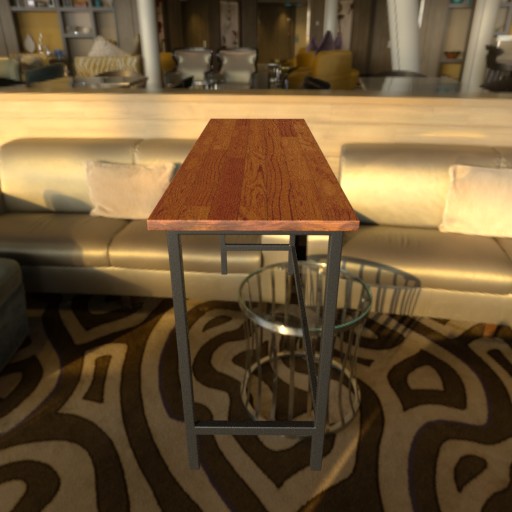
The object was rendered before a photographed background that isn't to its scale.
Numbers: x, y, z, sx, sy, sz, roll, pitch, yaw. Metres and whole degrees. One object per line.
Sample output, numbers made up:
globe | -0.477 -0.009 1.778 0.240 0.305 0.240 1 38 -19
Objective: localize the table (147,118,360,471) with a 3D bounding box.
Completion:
table | 0.000 0.000 1.547 0.408 0.740 1.204 0 26 0
